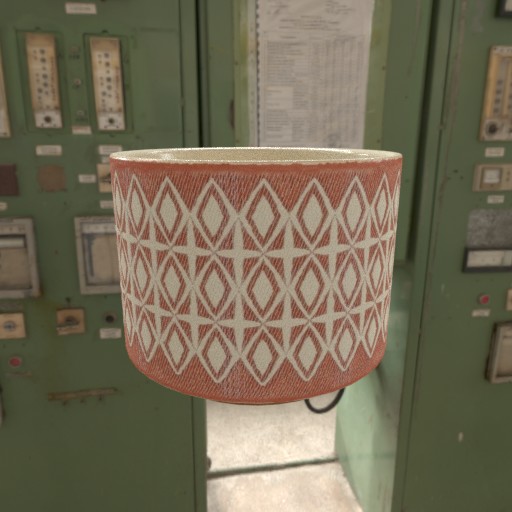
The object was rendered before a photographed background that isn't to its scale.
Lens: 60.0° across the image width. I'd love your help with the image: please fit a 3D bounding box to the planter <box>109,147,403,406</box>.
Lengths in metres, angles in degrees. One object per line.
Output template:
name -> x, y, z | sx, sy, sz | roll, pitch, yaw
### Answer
planter -> 0.000, 0.000, 0.324 | 0.192, 0.148, 0.192 | 0, 16, 0
